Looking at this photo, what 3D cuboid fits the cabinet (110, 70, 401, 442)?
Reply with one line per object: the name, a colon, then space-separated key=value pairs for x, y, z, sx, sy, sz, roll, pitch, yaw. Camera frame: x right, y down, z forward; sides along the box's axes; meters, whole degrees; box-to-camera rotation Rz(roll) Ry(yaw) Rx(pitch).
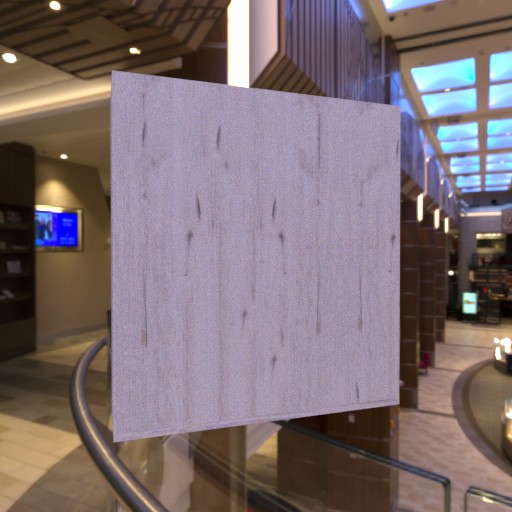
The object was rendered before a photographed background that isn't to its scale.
cabinet: x=0.000 y=0.000 z=3.232 sx=2.000 sy=2.180 sz=0.660 roll=0 pitch=1 yaw=-19
